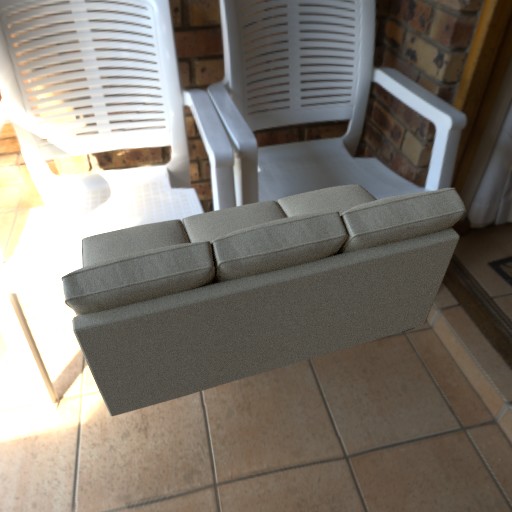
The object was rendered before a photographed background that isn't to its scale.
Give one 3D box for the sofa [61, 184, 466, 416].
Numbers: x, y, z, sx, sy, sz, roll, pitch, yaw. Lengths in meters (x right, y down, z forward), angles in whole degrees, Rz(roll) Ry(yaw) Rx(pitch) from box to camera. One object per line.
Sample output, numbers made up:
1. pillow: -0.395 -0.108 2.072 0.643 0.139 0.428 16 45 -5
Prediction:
1. sofa: 0.000 0.000 2.603 1.962 0.973 1.027 -13 43 -14
